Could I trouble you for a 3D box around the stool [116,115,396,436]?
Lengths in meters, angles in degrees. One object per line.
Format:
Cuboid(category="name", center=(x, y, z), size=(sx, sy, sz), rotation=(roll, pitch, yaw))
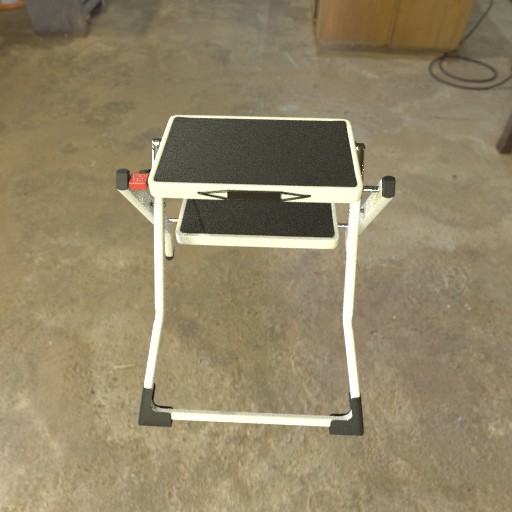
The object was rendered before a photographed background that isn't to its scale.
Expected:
Cuboid(category="stool", center=(0.000, 0.000, 0.842), size=(0.485, 0.445, 0.490), rotation=(2, 46, 2))
